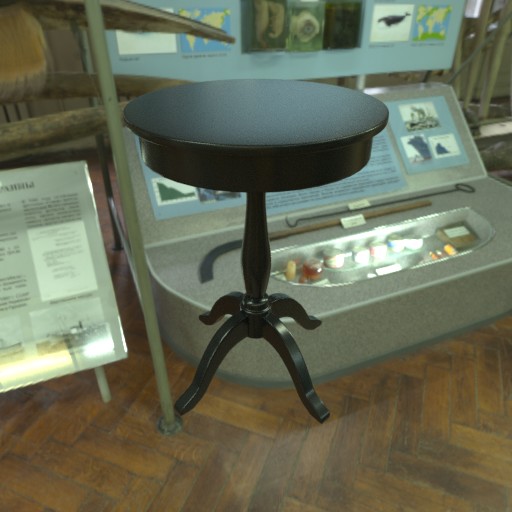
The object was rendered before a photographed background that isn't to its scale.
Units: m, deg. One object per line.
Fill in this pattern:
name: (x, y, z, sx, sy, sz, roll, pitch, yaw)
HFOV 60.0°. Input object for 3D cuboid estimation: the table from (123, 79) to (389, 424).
table: (0.000, 0.000, 0.994, 0.481, 0.665, 0.481, 0, 32, 0)
